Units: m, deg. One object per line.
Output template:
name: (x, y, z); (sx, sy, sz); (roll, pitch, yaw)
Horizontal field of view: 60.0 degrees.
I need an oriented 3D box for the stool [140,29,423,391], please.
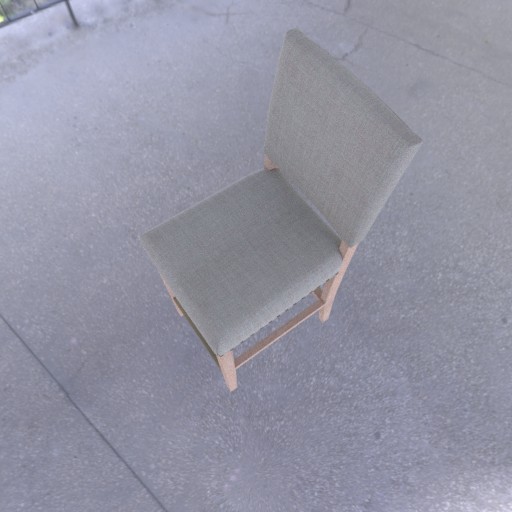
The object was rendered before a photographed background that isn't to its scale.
stool: (0.000, 0.000, 1.452); (0.585, 1.173, 0.445); (-33, 68, -15)
